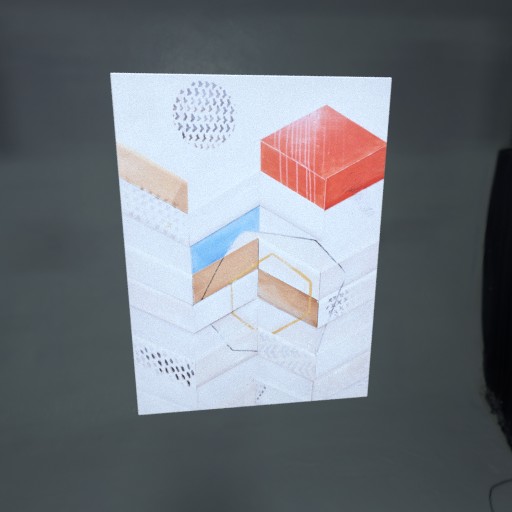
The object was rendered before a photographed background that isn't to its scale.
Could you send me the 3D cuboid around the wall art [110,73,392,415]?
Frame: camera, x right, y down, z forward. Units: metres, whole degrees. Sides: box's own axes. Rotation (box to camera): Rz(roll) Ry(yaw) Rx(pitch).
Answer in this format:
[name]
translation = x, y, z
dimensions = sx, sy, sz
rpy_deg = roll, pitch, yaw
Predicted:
[wall art]
translation = 0.000, 0.000, 1.613
dimensions = 0.914, 1.221, 0.046
rpy_deg = -2, 16, -8
